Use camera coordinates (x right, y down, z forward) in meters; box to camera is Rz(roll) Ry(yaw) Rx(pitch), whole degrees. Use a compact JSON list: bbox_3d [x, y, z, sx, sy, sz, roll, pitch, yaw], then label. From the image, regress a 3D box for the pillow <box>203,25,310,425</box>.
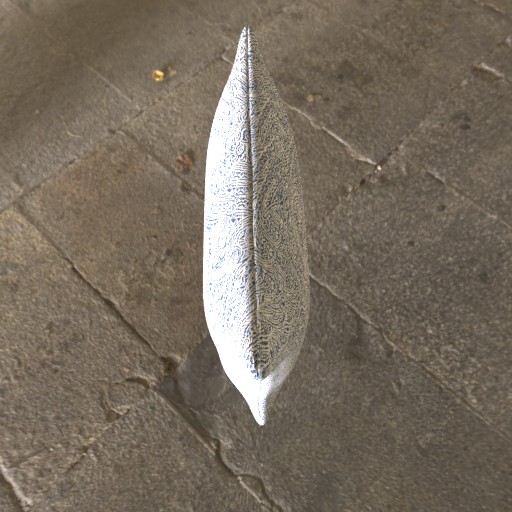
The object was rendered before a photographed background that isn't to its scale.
[{"bbox_3d":[0.000,0.000,0.778,0.166,0.510,0.523,-1,65,-1],"label":"pillow"}]
